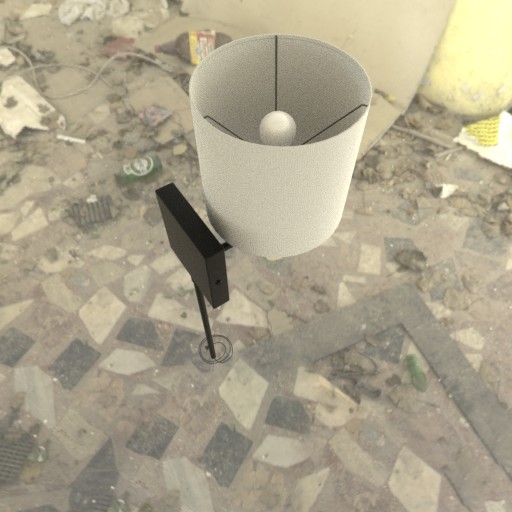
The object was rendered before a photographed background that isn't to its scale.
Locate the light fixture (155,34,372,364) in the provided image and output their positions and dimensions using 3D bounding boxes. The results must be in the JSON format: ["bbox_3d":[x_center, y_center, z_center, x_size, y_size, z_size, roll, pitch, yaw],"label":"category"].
[{"bbox_3d":[0.000,0.000,0.693,0.248,0.589,0.188,-29,61,-18],"label":"light fixture"}]
